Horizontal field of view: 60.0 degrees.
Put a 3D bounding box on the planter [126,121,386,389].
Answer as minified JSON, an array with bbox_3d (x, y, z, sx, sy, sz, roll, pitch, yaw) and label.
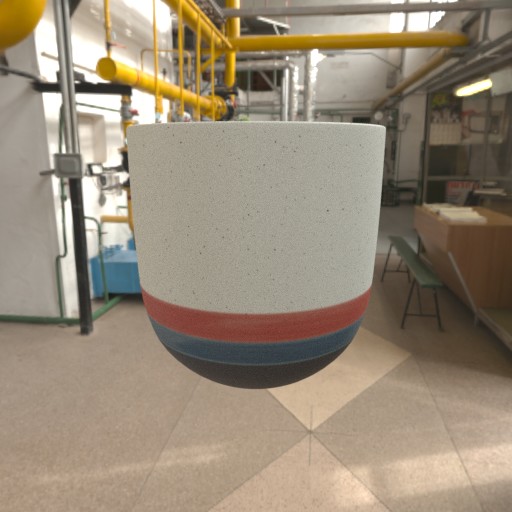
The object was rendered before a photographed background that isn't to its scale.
[{"bbox_3d":[0.000,0.000,0.386,0.204,0.214,0.204,0,14,0],"label":"planter"}]
